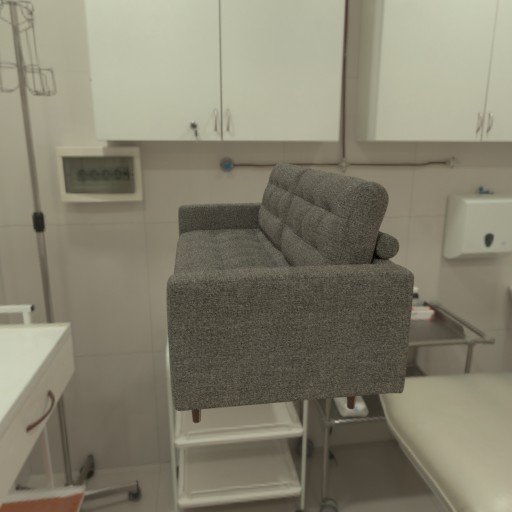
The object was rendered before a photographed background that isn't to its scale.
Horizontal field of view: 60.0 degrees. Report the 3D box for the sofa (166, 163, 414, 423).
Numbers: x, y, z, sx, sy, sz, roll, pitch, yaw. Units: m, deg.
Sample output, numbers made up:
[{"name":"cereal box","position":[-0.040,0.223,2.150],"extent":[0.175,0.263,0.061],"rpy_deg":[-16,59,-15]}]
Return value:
[{"name":"sofa","position":[0.000,0.000,2.345],"extent":[0.863,0.902,1.821],"rpy_deg":[-2,14,-8]}]
